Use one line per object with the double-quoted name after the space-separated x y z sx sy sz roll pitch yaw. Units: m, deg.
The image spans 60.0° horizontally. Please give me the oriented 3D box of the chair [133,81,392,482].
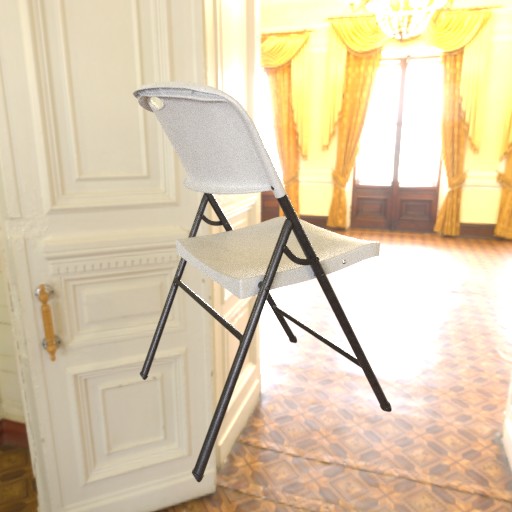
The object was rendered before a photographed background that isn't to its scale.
0.000 0.000 1.158 0.566 0.810 0.494 -8 17 -27 "chair"
